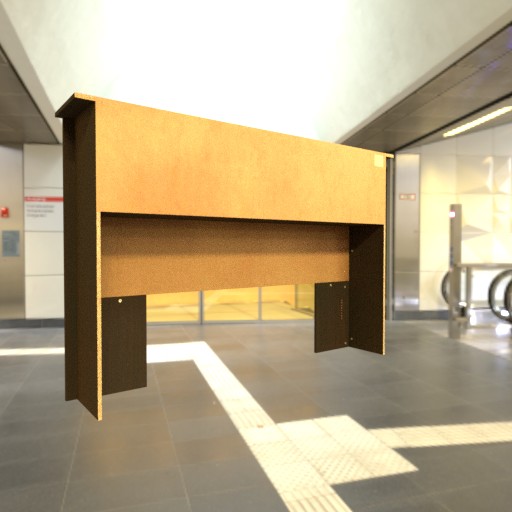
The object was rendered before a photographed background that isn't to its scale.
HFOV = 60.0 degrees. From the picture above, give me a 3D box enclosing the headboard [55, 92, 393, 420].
[{"bbox_3d":[0.000,0.000,2.060,1.671,1.092,0.279,-1,2,-36],"label":"headboard"}]
